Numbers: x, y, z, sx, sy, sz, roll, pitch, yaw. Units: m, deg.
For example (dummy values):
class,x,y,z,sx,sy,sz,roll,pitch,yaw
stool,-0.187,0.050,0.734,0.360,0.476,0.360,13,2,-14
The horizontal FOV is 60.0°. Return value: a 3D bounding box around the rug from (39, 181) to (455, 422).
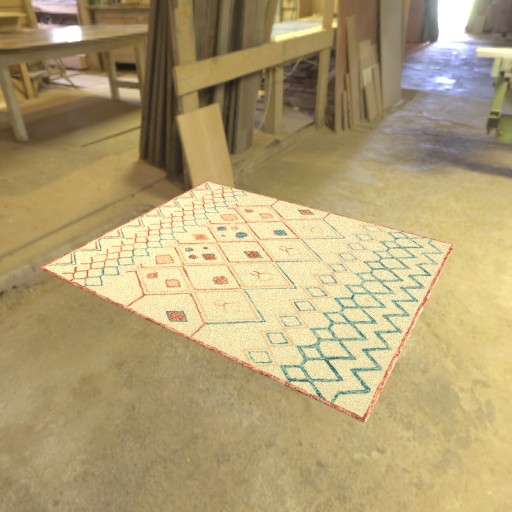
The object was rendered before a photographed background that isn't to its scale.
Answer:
class,x,y,z,sx,sy,sz,roll,pitch,yaw
rug,0.000,0.000,4.141,3.050,0.016,2.441,18,36,27
